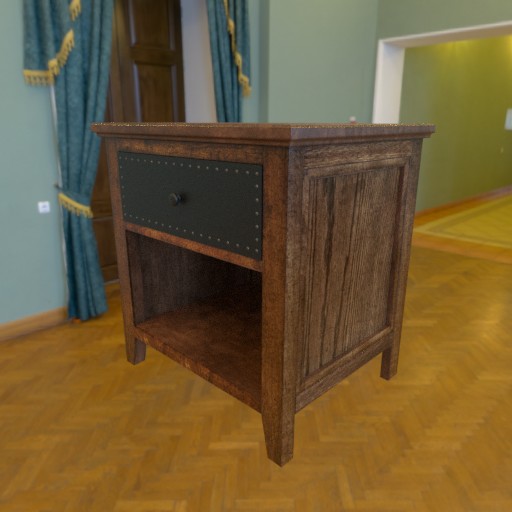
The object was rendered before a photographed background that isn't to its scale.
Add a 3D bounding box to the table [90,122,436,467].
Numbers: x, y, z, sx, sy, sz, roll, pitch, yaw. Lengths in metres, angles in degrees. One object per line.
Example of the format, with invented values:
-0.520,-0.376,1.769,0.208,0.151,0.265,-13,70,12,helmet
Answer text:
0.000,0.000,1.037,0.586,0.597,0.461,16,23,42,table
